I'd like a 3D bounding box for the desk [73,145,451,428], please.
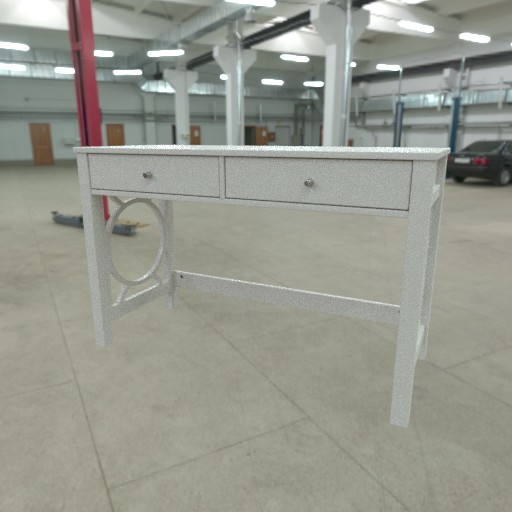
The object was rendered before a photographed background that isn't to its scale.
[{"bbox_3d":[0.000,0.000,1.604,1.191,0.762,0.504,7,17,25],"label":"desk"}]
